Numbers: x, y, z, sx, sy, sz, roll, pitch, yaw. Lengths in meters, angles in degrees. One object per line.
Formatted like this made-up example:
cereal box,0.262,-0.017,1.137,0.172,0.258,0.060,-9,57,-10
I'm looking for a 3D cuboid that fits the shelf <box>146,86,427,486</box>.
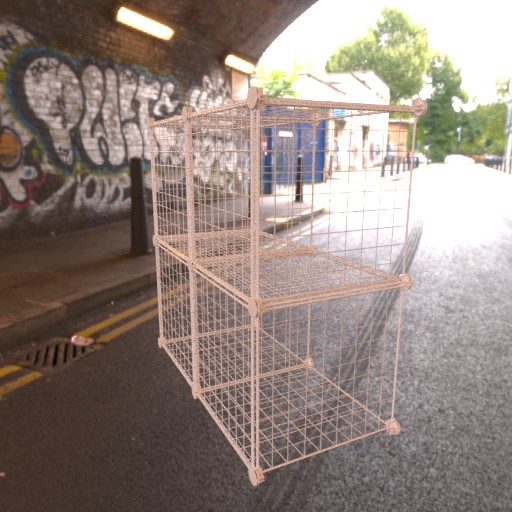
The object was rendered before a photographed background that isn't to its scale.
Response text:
shelf,0.000,0.000,1.133,0.356,0.711,0.711,-6,14,-26
